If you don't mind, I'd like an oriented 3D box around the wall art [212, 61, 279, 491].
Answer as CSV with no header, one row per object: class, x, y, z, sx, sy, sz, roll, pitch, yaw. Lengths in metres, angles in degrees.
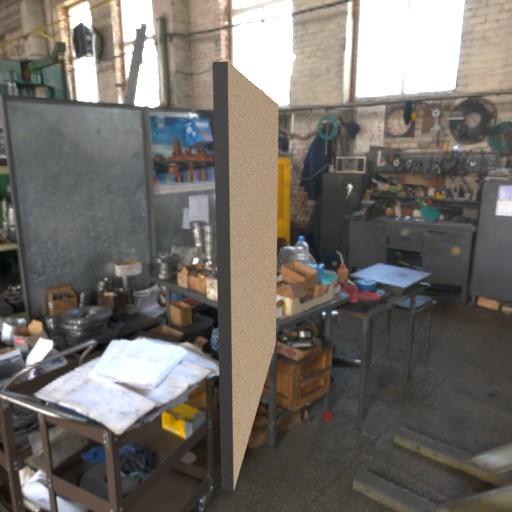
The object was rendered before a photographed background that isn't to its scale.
wall art,0.000,0.000,1.219,0.028,0.863,0.755,2,14,9
